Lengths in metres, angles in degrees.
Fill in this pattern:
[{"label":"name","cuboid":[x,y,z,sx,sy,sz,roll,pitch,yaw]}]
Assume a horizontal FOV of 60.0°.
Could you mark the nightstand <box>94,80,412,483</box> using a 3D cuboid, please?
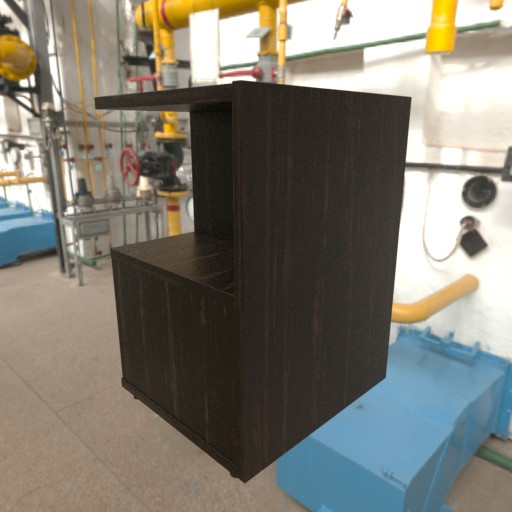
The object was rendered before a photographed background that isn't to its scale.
[{"label":"nightstand","cuboid":[0.000,0.000,0.822,0.400,0.559,0.356,-16,22,-43]}]
